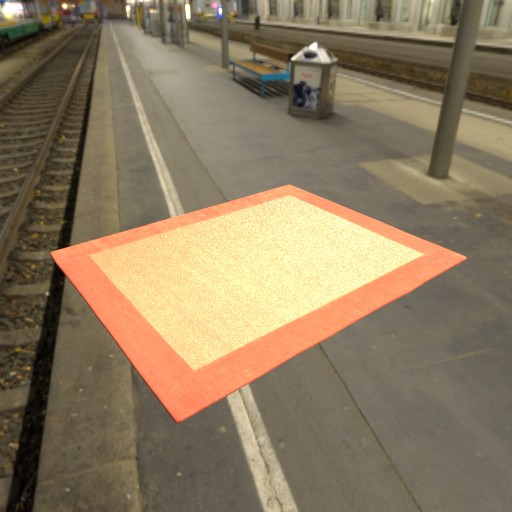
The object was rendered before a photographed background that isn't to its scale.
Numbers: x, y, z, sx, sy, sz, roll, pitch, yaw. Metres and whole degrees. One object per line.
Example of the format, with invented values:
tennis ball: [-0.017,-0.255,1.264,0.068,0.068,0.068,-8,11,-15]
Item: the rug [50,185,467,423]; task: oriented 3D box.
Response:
rug: [0.000,0.000,4.041,2.976,0.018,2.430,-21,35,-32]
